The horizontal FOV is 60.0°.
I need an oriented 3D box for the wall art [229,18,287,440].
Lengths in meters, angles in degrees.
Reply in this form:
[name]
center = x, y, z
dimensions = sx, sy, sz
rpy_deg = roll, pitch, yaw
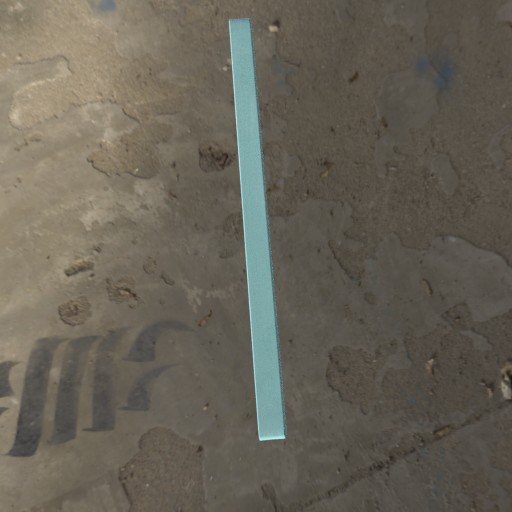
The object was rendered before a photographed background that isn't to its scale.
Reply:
[wall art]
center = 0.000, 0.000, 1.595
dimensions = 0.070, 1.073, 1.071
rpy_deg = -4, 76, -1
